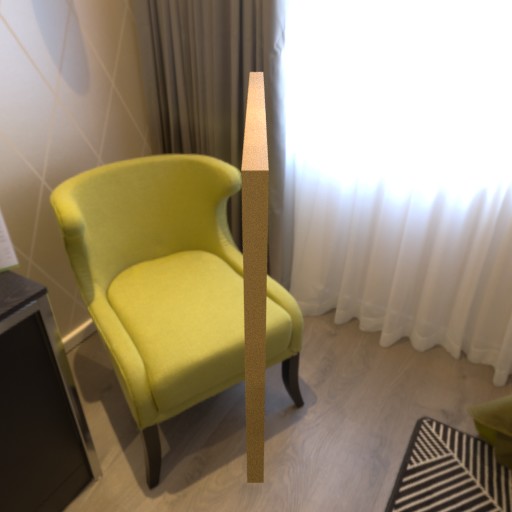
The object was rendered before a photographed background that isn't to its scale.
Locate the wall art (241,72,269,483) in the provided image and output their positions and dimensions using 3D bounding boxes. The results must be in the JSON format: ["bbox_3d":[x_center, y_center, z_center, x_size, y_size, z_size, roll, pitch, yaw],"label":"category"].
[{"bbox_3d":[0.000,0.000,1.146,0.038,0.762,0.762,0,32,0],"label":"wall art"}]
